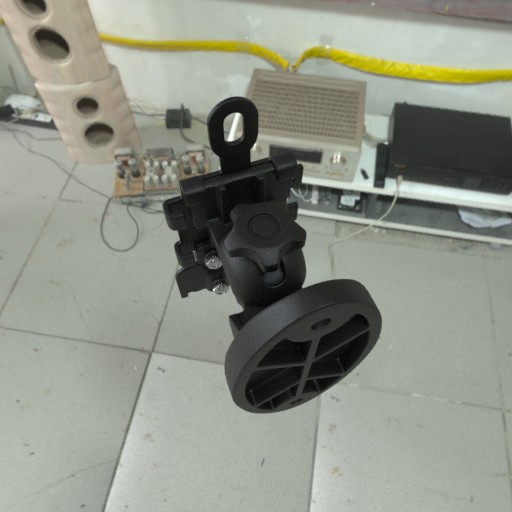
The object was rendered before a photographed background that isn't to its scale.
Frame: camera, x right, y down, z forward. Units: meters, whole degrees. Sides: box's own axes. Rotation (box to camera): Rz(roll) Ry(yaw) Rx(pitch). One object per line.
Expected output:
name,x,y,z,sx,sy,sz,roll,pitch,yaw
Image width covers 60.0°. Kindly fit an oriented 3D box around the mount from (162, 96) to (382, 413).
mount,0.000,0.000,0.176,0.066,0.118,0.100,-17,60,-10
